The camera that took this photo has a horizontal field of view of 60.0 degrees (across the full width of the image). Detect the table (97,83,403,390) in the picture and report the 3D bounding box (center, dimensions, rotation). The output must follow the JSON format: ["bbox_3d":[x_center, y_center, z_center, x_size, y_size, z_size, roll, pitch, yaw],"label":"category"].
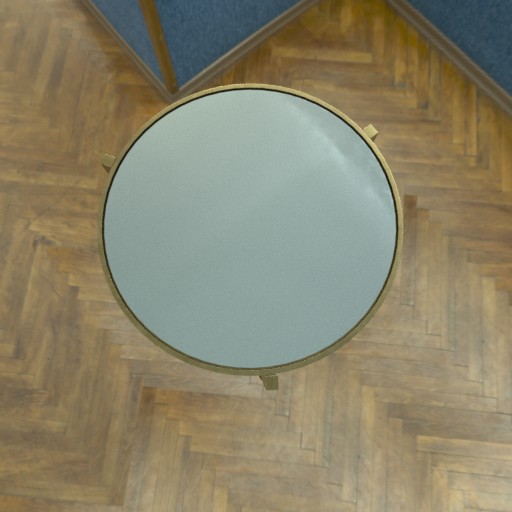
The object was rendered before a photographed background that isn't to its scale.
[{"bbox_3d":[0.000,0.000,0.467,0.243,0.269,0.231,-36,79,-8],"label":"table"}]
